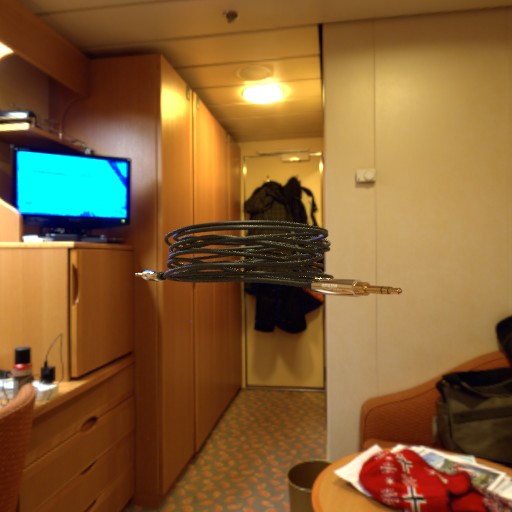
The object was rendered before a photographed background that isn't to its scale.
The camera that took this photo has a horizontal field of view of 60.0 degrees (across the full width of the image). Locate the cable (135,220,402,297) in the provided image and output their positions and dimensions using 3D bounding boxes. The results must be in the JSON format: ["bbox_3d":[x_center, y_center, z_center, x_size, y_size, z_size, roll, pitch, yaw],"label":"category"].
[{"bbox_3d":[0.000,0.000,0.502,0.198,0.069,0.432,0,-1,-37],"label":"cable"}]
